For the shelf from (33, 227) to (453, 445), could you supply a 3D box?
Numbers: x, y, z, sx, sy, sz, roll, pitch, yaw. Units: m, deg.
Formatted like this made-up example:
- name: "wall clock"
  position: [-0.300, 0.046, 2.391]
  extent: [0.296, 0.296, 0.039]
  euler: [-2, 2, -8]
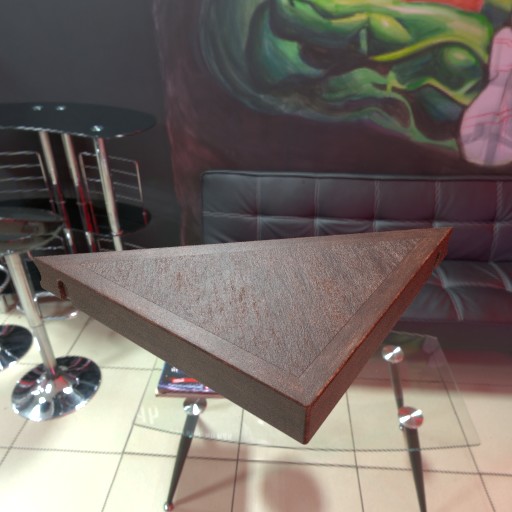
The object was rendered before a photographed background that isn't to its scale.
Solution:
- name: "shelf"
  position: [0.000, 0.000, 0.446]
  extent: [0.296, 0.035, 0.296]
  euler: [21, 36, 31]
